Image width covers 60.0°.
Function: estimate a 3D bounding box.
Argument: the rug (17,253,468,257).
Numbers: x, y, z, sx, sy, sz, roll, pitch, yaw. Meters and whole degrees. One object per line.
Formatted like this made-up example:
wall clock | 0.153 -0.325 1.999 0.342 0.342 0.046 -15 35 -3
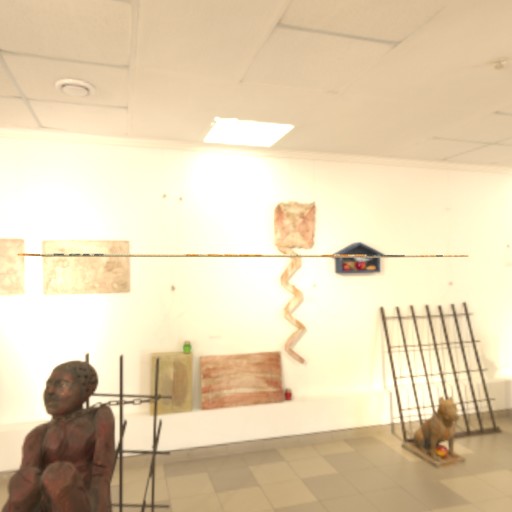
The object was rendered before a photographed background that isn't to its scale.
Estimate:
rug | 0.000 0.000 2.667 2.437 0.010 0.783 0 -1 -17
